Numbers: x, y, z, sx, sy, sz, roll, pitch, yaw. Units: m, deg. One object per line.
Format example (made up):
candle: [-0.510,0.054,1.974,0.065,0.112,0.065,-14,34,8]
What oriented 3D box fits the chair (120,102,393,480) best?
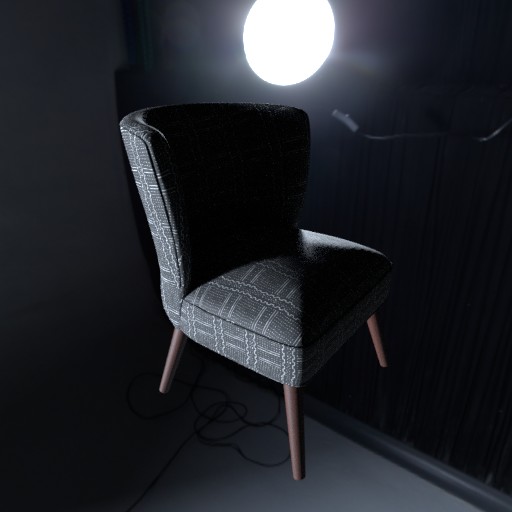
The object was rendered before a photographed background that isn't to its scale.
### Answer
chair: [0.000,0.000,1.399,0.758,0.866,0.710,17,29,33]
